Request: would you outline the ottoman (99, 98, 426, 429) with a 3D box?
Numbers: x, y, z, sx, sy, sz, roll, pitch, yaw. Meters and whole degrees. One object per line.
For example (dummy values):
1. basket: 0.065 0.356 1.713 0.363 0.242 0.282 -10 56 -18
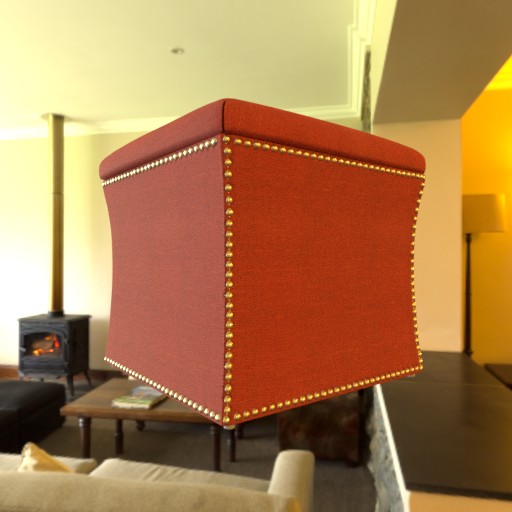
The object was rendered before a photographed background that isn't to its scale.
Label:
1. ottoman: 0.000 0.000 0.913 0.507 0.475 0.497 0 0 -38
